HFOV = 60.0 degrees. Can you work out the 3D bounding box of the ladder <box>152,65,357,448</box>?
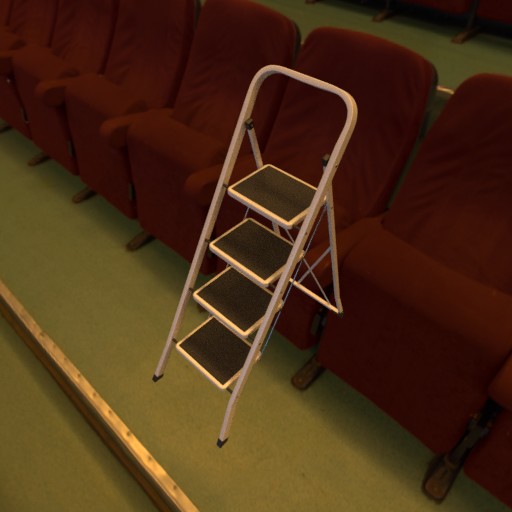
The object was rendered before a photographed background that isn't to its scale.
[{"bbox_3d":[0.000,0.000,1.724,0.460,1.265,0.914,34,54,29],"label":"ladder"}]
